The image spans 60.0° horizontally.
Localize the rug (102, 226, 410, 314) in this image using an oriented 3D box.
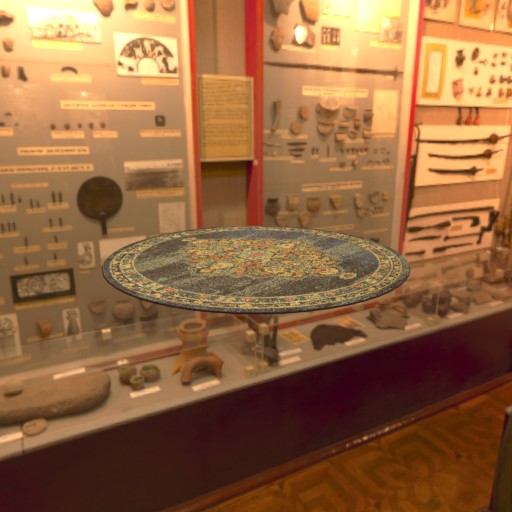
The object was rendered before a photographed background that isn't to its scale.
[{"bbox_3d":[0.000,0.000,2.409,1.591,0.010,1.591,0,16,0],"label":"rug"}]
